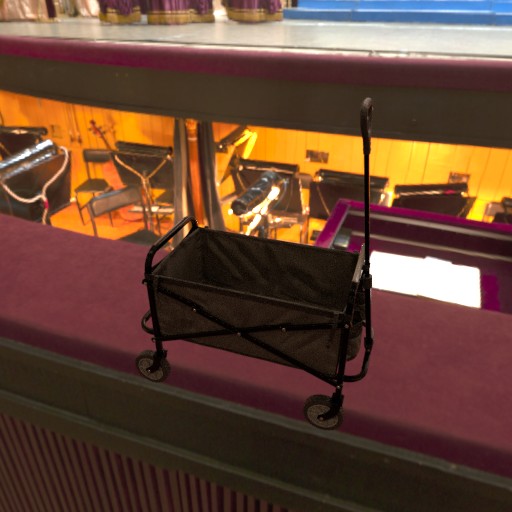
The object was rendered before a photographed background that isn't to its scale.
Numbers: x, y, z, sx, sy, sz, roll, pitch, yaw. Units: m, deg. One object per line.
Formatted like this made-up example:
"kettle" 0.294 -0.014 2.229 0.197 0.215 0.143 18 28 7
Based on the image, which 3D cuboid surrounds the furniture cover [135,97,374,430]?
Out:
"furniture cover" 0.000 0.000 1.833 1.038 1.295 0.532 10 32 16
